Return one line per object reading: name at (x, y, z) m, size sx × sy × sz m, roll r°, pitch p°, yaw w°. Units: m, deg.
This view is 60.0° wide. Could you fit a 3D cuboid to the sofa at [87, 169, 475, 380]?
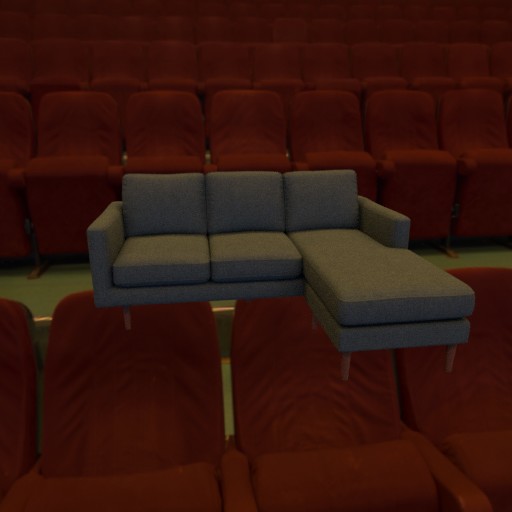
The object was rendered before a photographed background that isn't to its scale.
sofa at (0.000, 0.000, 2.882) m, size 2.055 × 0.957 × 1.667 m, roll -2°, pitch 17°, yaw -8°
